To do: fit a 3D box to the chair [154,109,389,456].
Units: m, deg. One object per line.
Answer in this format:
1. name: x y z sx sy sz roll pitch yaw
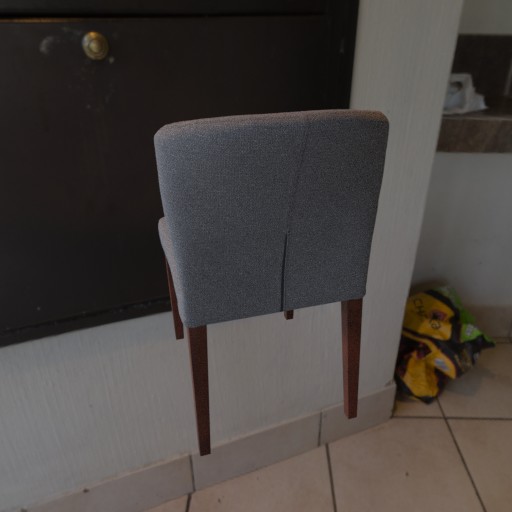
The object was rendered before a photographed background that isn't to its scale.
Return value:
1. chair: 0.000 0.000 1.193 0.491 0.839 0.589 -8 29 -15
